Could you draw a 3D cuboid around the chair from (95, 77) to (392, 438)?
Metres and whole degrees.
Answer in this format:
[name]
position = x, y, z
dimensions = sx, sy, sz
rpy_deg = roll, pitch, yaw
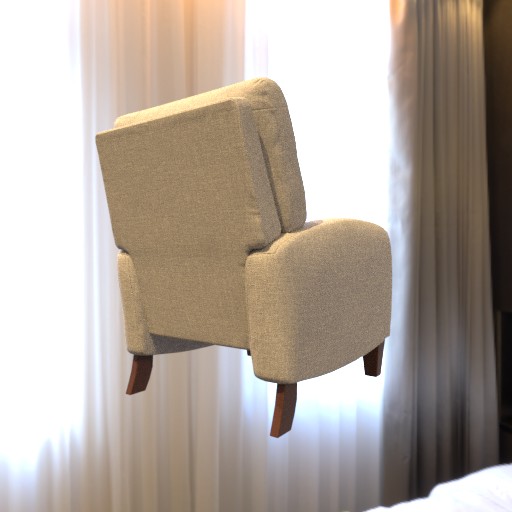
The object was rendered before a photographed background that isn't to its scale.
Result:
[chair]
position = 0.000, 0.000, 1.678
dimensions = 0.762, 0.990, 0.990
rpy_deg = 0, 0, 36
